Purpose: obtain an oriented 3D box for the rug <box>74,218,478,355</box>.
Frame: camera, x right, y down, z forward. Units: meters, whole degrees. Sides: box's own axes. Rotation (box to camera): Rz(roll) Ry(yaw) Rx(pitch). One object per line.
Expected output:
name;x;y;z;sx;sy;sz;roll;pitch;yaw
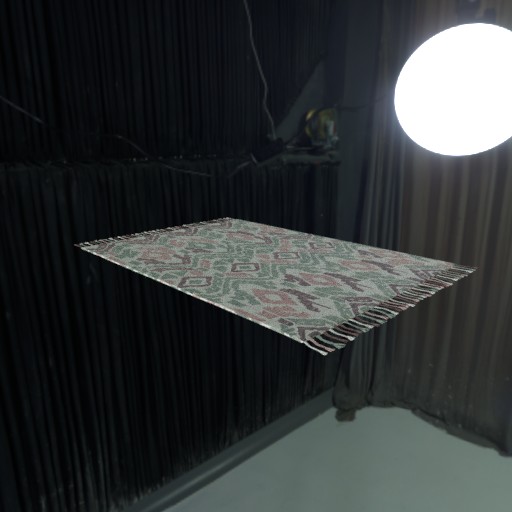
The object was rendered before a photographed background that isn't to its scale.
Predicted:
rug;0.000;0.000;2.340;1.219;0.010;1.829;-15;22;-43
